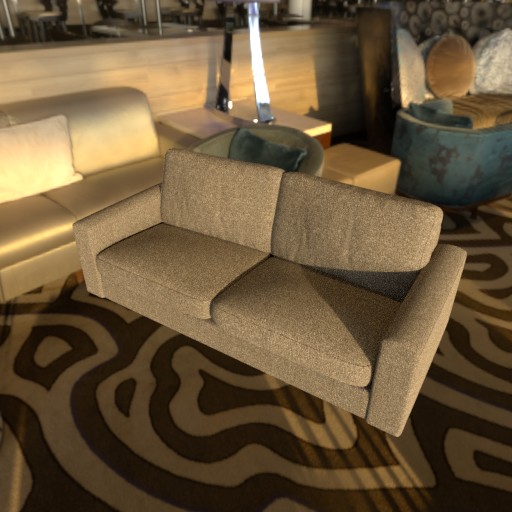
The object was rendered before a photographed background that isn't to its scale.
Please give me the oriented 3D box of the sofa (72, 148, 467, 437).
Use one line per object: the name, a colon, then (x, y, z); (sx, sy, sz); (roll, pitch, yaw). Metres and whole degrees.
sofa: (0.000, 0.000, 2.686); (2.179, 0.873, 1.016); (18, 36, 27)
